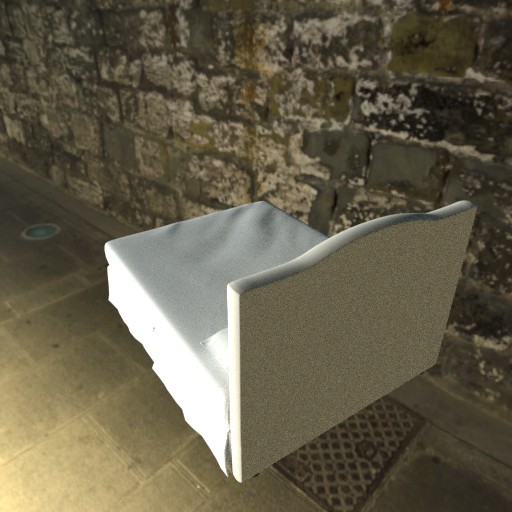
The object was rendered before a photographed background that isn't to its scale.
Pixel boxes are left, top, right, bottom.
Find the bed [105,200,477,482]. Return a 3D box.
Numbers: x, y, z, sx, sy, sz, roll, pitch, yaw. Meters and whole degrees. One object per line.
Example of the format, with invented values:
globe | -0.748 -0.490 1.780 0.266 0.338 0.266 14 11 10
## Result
bed | 0.000 0.000 3.388 1.821 1.436 2.282 -18 35 -29
